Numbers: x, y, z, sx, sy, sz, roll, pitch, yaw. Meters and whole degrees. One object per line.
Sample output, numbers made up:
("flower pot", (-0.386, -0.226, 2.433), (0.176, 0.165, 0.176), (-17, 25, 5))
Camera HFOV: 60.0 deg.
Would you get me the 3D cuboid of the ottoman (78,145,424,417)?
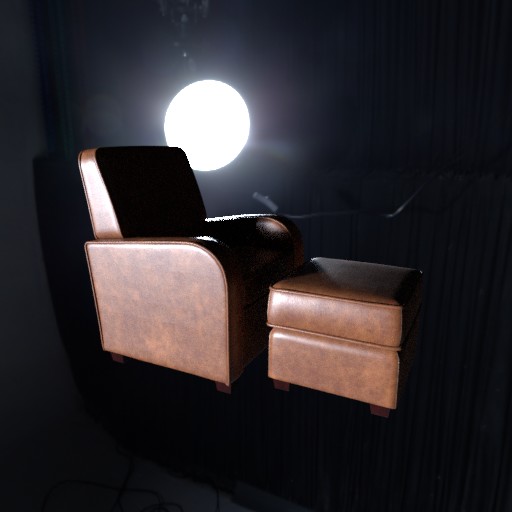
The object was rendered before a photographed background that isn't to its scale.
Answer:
("ottoman", (0.000, 0.000, 1.873), (1.314, 0.904, 0.732), (7, 16, 26))
